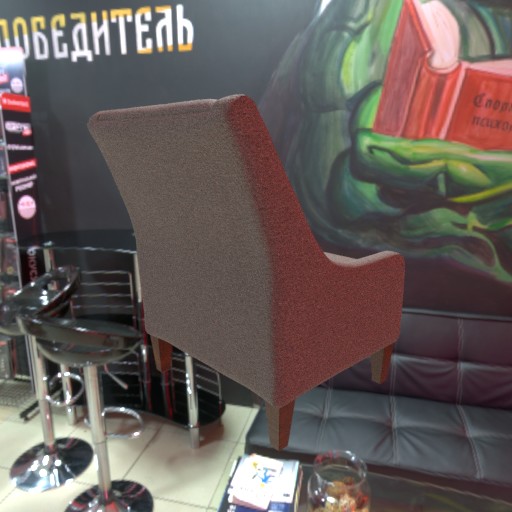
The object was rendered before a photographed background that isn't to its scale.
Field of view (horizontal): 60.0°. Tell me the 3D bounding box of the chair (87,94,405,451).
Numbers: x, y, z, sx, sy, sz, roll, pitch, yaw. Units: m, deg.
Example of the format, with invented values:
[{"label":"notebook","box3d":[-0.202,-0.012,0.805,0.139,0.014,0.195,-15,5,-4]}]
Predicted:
[{"label":"chair","box3d":[0.000,0.000,1.624,0.870,1.016,0.774,-13,19,-42]}]
